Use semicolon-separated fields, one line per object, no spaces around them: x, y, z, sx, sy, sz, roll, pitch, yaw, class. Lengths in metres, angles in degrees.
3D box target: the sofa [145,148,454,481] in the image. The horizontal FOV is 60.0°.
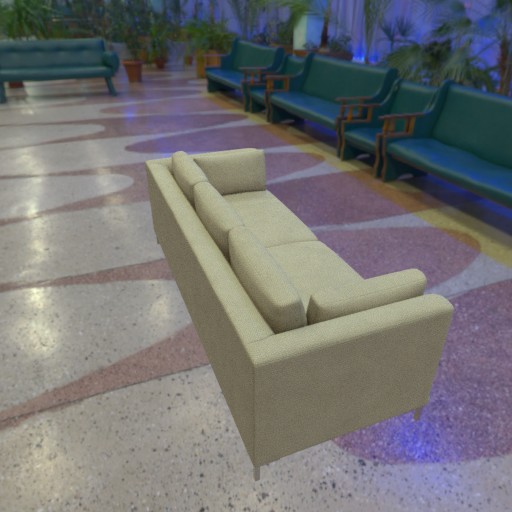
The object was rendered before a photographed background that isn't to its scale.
0.000;0.000;2.904;0.969;0.867;2.415;-12;33;-18;sofa
